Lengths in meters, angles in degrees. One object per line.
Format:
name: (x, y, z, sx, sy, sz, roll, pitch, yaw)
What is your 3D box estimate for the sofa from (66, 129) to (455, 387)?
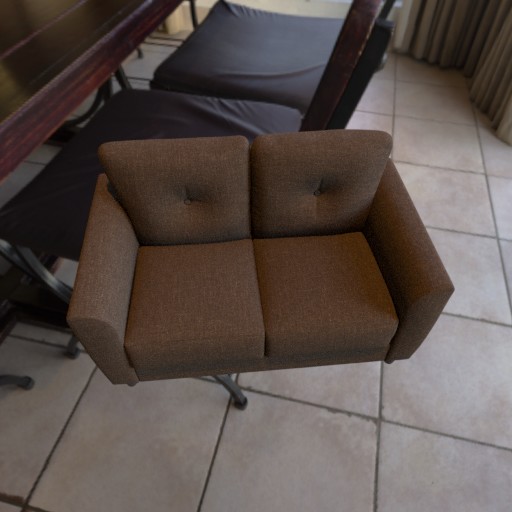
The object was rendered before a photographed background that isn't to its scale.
sofa: (0.000, 0.000, 1.998, 1.423, 0.885, 0.851, -4, 48, -4)
